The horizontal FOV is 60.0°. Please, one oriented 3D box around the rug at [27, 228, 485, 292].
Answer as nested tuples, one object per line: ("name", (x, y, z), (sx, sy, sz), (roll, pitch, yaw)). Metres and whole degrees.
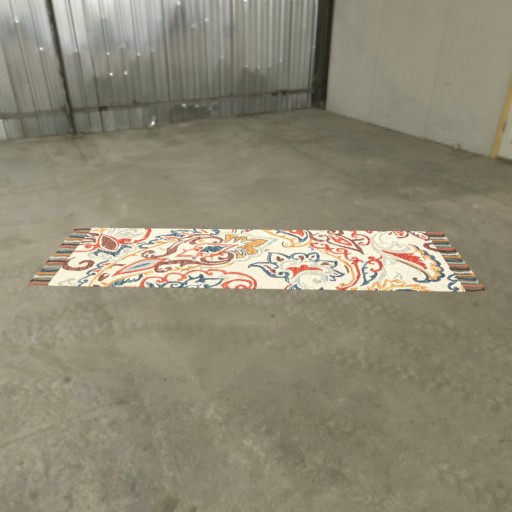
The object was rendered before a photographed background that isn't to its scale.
("rug", (0.000, 0.000, 2.914), (2.682, 0.015, 0.763), (1, 30, 1))
